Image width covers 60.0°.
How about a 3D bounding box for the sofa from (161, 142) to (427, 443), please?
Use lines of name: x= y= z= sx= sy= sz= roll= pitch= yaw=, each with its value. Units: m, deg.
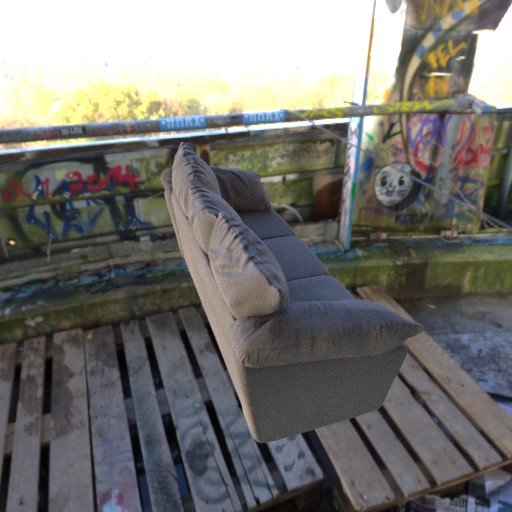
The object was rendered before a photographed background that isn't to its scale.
sofa: x=0.000 y=0.000 z=2.985 sx=0.927 sy=1.043 sz=2.390 roll=-10 pitch=32 yaw=-16
